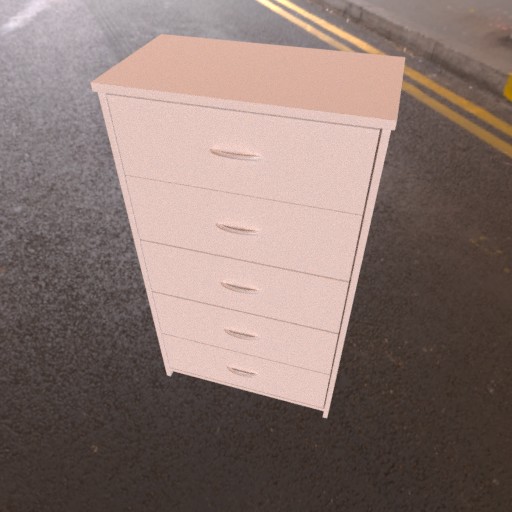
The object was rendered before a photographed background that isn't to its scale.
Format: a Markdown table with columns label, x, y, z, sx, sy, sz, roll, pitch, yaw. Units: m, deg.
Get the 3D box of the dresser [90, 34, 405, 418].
| label | x | y | z | sx | sy | sz | roll | pitch | yaw |
| --- | --- | --- | --- | --- | --- | --- | --- | --- | --- |
| dresser | 0.000 | 0.000 | 1.525 | 0.704 | 1.255 | 0.399 | 11 | 44 | 12 |
